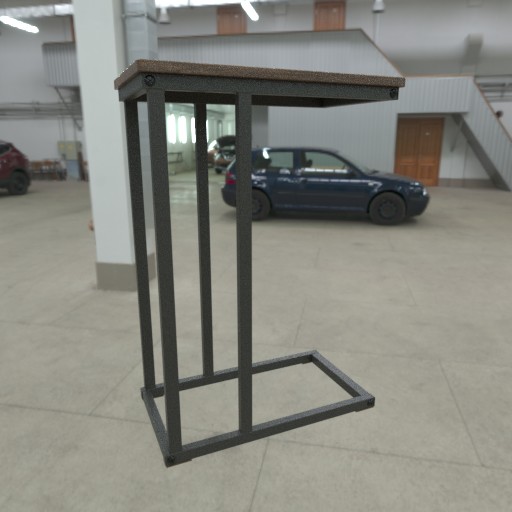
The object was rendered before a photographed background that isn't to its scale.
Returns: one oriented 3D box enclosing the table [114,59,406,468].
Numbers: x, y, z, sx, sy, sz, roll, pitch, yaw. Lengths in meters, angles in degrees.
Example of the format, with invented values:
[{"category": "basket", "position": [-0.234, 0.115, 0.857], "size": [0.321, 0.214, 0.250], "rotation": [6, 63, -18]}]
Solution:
[{"category": "table", "position": [0.000, 0.000, 0.855], "size": [0.450, 0.637, 0.254], "rotation": [-6, 16, -23]}]
